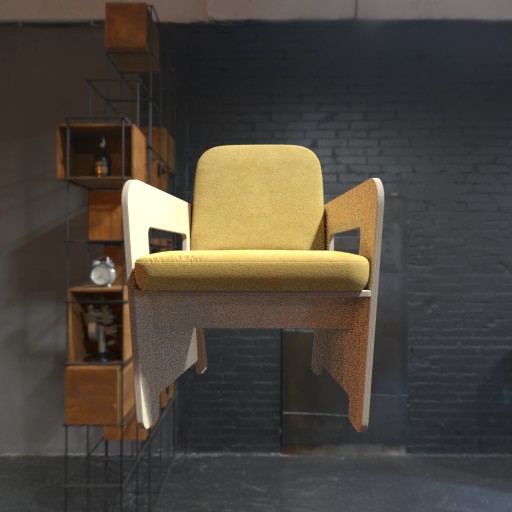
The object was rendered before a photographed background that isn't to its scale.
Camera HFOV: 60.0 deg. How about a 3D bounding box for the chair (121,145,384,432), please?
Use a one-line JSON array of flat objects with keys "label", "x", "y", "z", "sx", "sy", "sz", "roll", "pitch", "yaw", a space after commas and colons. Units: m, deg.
[{"label": "chair", "x": 0.000, "y": 0.000, "z": 1.283, "sx": 0.590, "sy": 0.800, "sz": 0.710, "roll": 0, "pitch": -1, "yaw": 2}]
